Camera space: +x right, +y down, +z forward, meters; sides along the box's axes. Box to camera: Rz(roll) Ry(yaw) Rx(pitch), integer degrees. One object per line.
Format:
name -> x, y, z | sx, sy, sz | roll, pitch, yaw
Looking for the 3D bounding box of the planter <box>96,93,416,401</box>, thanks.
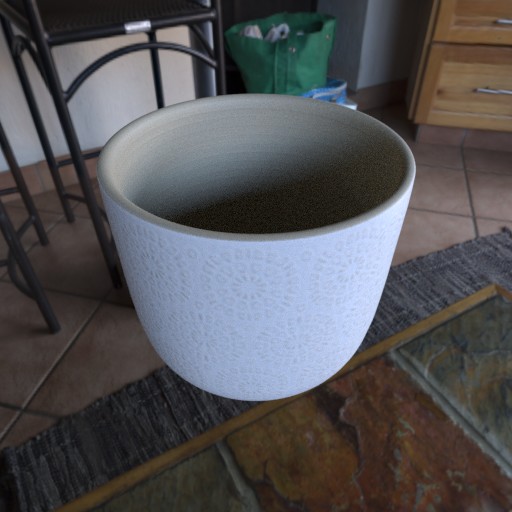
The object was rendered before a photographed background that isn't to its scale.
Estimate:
planter -> 0.000, 0.000, 0.358 | 0.208, 0.190, 0.208 | 0, 39, 0
